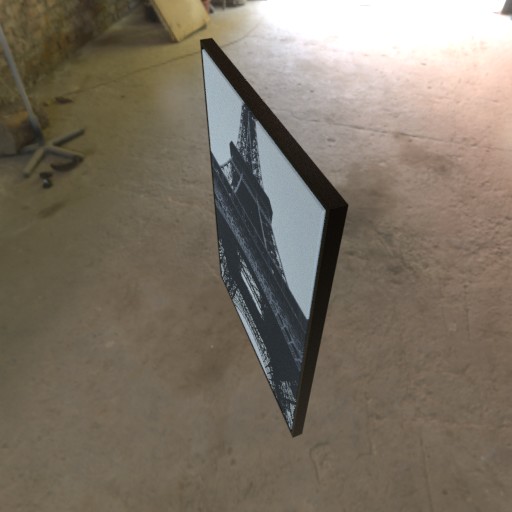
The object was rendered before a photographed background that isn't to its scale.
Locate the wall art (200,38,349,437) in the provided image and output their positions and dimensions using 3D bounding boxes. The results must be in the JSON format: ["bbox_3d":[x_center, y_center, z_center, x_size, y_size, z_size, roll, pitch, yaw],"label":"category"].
[{"bbox_3d":[0.000,0.000,1.431,0.040,1.062,0.805,-16,49,-14],"label":"wall art"}]
